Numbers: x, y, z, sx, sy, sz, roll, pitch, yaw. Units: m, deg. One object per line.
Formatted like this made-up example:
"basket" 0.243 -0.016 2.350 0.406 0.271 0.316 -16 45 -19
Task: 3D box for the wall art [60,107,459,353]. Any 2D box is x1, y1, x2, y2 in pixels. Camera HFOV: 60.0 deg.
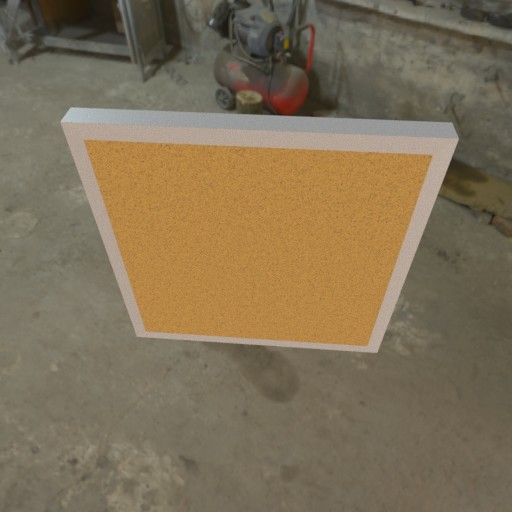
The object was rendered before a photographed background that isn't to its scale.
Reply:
"wall art" 0.000 0.000 1.933 1.289 1.291 0.098 3 47 3
